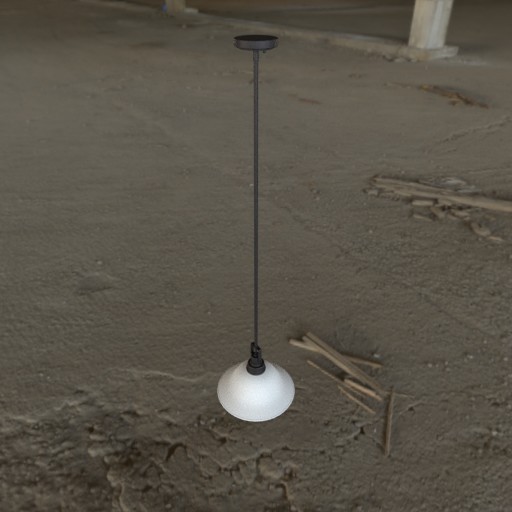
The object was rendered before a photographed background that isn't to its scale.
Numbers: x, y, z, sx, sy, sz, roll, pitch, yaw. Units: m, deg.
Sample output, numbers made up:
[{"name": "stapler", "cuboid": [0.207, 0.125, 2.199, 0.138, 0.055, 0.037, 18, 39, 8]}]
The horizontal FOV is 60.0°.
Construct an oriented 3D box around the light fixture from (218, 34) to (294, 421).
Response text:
[{"name": "light fixture", "cuboid": [0.000, 0.000, 1.502, 0.324, 1.337, 0.324, -21, 39, -29]}]
